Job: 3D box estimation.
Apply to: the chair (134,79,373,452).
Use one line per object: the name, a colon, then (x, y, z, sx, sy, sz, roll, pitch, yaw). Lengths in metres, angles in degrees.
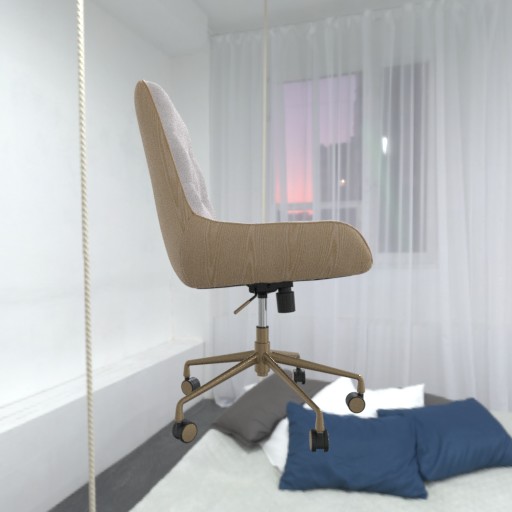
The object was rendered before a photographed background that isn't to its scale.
chair: (0.000, 0.000, 1.340, 0.668, 0.952, 0.564, 0, 2, 0)
